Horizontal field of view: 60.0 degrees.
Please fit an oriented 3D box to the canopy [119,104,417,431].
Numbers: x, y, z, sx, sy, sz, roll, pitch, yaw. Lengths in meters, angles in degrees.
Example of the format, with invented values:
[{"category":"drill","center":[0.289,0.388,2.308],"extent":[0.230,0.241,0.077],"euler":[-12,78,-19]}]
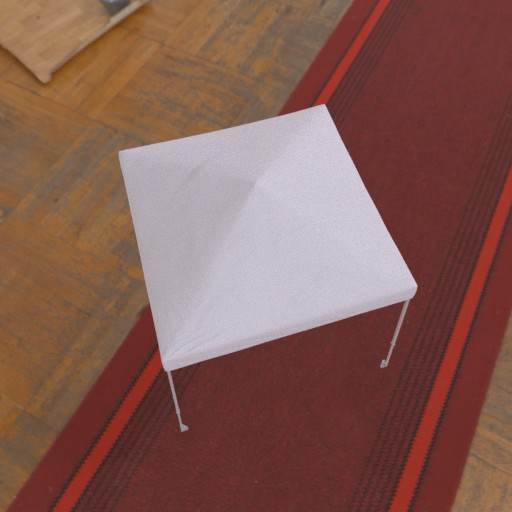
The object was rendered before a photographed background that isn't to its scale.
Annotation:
[{"category":"canopy","center":[0.000,0.000,5.164],"extent":[2.850,2.850,2.849],"euler":[-15,64,-8]}]
